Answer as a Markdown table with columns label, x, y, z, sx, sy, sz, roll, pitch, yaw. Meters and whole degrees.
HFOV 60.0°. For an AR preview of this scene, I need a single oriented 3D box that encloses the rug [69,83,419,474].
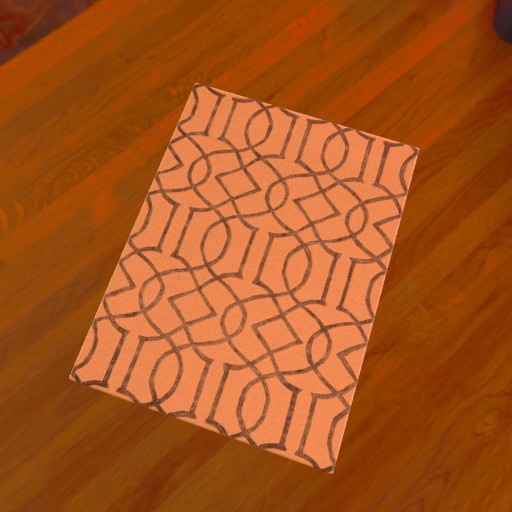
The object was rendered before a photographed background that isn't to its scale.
| label | x | y | z | sx | sy | sz | roll | pitch | yaw |
| --- | --- | --- | --- | --- | --- | --- | --- | --- | --- |
| rug | 0.000 | 0.000 | 3.836 | 2.211 | 0.021 | 2.910 | 18 | 76 | 5 |
